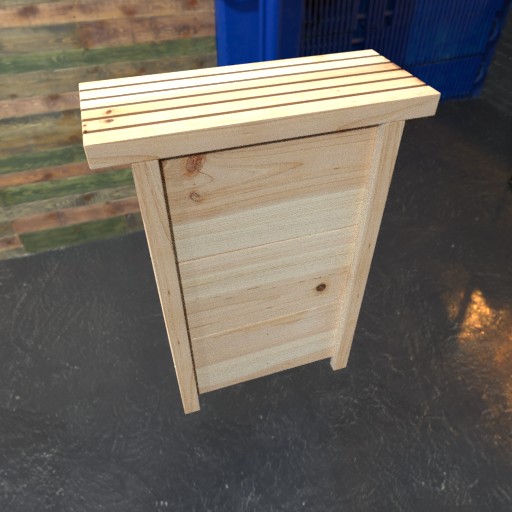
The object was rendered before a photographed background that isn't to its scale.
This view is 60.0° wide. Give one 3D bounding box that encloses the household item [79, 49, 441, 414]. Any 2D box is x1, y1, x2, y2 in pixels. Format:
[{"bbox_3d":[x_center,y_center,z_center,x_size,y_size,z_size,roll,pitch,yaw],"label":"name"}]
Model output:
[{"bbox_3d":[0.000,0.000,0.533,0.301,0.407,0.123,-12,44,-13],"label":"household item"}]
